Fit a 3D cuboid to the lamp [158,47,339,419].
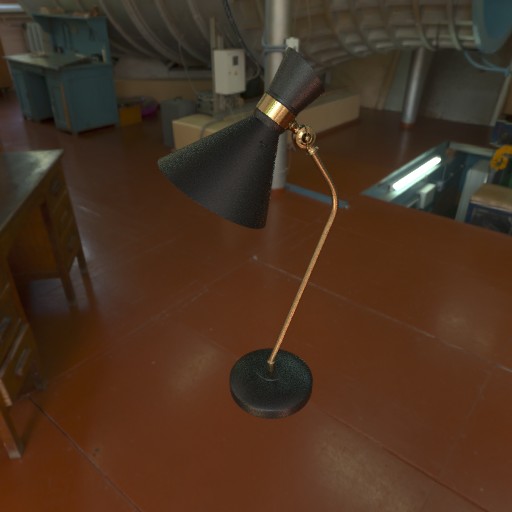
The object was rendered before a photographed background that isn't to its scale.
[{"bbox_3d":[0.000,0.000,0.760,0.292,0.647,0.189,-8,32,-14],"label":"lamp"}]
